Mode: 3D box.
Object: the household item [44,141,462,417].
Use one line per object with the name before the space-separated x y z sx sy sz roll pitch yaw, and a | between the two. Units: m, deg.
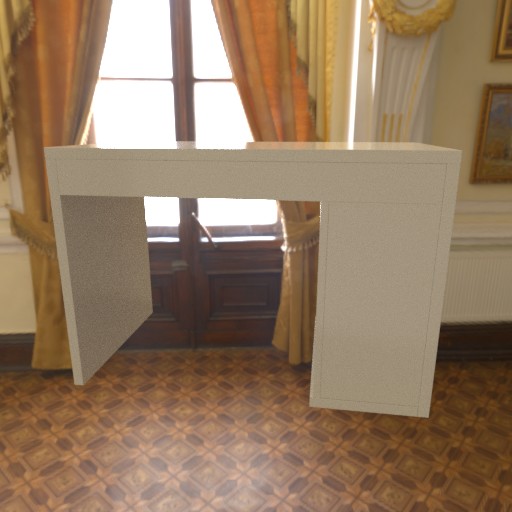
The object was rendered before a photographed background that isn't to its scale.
household item | 0.000 0.000 1.535 1.100 0.749 0.597 3 16 9
